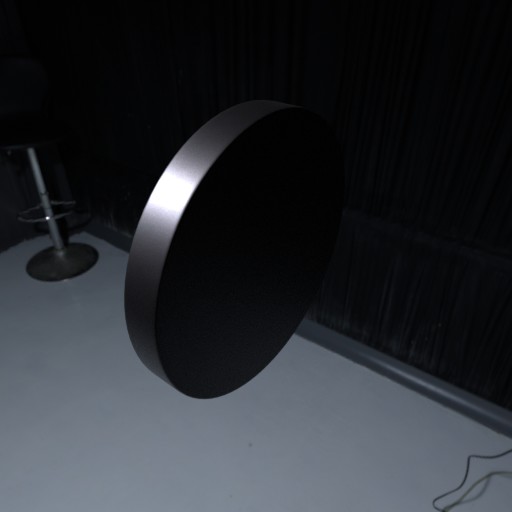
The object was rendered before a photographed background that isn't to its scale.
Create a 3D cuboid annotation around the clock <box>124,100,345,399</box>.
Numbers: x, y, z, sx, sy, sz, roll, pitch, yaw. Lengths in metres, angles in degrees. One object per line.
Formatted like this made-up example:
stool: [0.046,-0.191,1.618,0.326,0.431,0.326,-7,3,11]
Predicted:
clock: [0.000,0.000,0.474,0.040,0.314,0.314,24,41,30]
